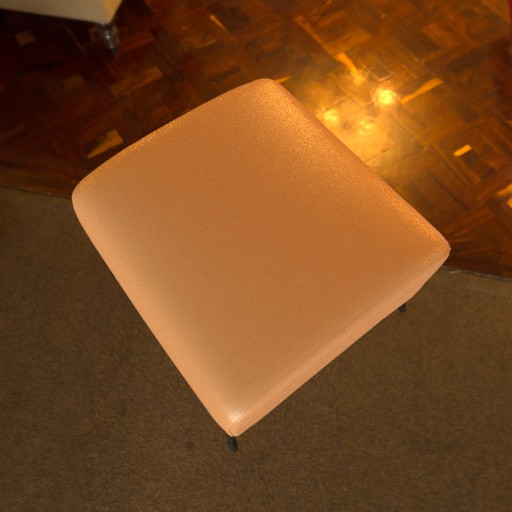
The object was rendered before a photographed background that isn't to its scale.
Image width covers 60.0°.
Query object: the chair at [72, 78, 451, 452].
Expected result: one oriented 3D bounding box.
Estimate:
[{"bbox_3d":[0.000,0.000,0.920,0.530,0.410,0.530,-35,69,-15],"label":"chair"}]
